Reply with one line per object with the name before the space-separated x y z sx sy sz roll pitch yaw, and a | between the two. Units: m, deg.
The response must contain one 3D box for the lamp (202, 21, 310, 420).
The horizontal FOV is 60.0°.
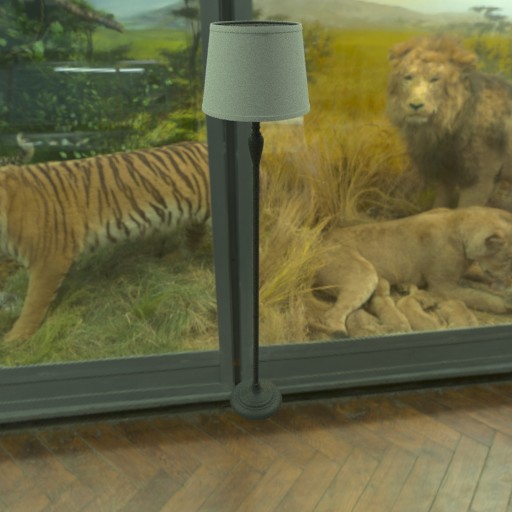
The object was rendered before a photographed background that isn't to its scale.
lamp | 0.000 0.000 1.619 0.327 1.506 0.327 -22 37 -32
